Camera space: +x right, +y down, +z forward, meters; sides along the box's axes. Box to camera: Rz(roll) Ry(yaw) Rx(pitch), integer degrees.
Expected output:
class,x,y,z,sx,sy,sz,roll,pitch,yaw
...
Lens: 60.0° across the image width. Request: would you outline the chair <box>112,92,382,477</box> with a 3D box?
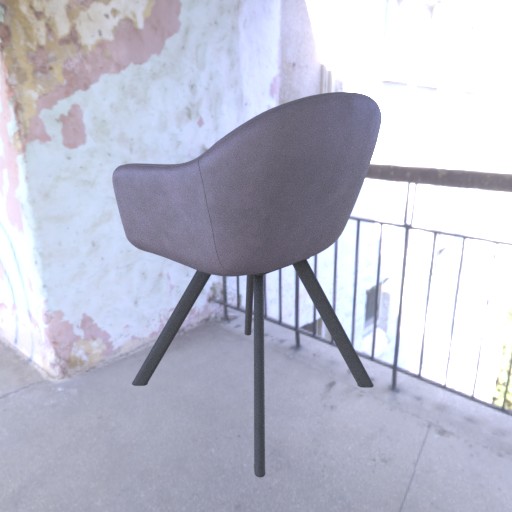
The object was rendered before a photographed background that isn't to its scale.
class,x,y,z,sx,sy,sz,roll,pitch,yaw
chair,0.000,0.000,1.152,0.544,0.781,0.567,16,23,41
